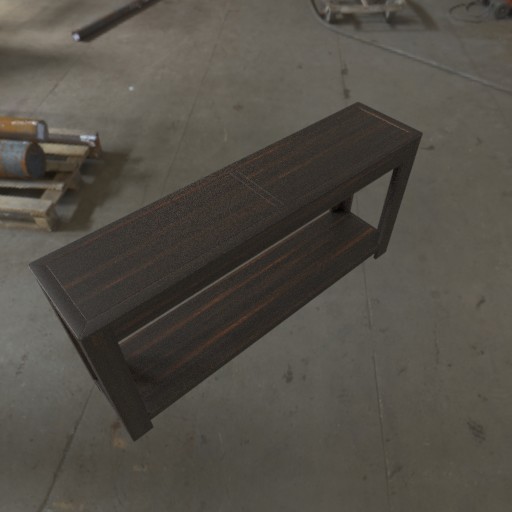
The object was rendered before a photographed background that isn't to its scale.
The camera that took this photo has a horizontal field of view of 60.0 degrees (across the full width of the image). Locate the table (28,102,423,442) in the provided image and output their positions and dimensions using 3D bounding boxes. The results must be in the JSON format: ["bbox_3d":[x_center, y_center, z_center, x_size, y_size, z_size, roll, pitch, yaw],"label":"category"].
[{"bbox_3d":[0.000,0.000,1.974,1.631,0.762,0.384,-32,55,-26],"label":"table"}]
